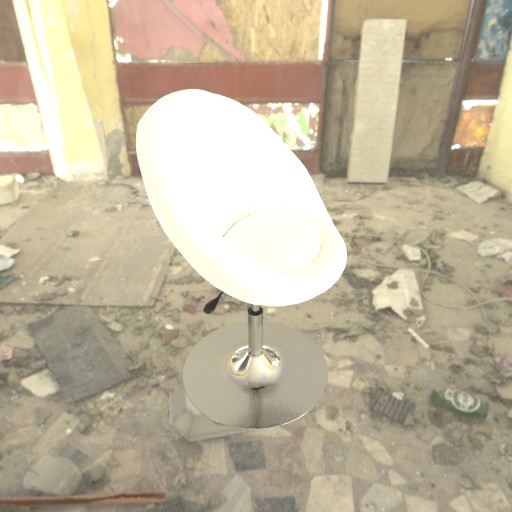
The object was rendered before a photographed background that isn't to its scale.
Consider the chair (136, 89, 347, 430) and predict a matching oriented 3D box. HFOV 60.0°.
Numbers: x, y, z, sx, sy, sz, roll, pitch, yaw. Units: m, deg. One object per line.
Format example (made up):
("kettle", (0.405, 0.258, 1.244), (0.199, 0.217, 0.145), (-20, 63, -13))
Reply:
("chair", (0.000, 0.000, 1.839), (0.736, 1.261, 0.940), (10, 32, 17))
